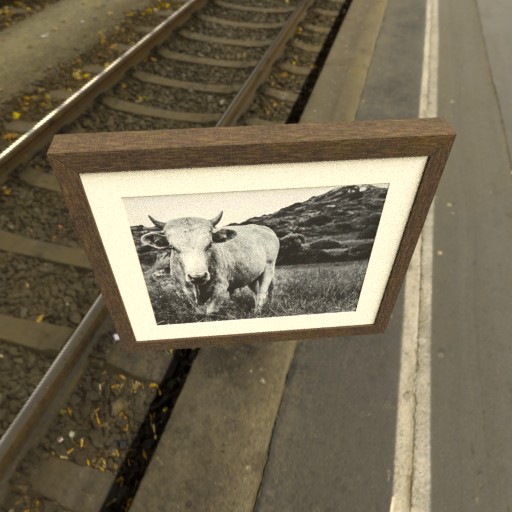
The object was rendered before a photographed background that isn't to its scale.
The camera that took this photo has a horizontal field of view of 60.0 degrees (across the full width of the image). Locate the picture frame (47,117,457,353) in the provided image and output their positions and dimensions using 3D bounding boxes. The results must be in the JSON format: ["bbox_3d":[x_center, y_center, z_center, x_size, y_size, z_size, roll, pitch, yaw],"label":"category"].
[{"bbox_3d":[0.000,0.000,0.538,0.378,0.330,0.033,-4,46,-4],"label":"picture frame"}]
